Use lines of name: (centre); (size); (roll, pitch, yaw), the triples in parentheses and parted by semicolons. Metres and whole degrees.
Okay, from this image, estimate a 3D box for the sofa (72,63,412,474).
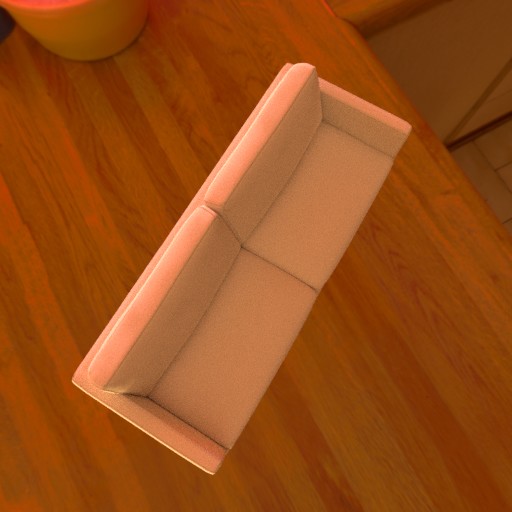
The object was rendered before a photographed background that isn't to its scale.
sofa: (0.000, 0.000, 2.825); (0.951, 0.962, 2.361); (30, 77, 8)
